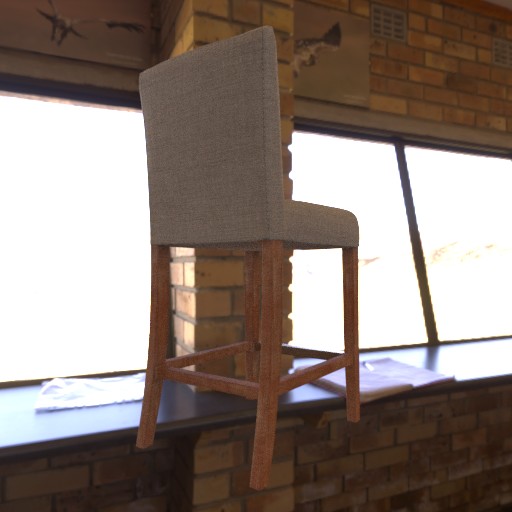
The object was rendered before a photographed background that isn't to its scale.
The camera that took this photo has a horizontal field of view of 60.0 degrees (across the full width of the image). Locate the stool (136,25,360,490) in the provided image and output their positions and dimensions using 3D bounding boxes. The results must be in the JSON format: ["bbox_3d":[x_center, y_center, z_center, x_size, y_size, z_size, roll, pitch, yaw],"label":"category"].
[{"bbox_3d":[0.000,0.000,1.319,0.454,1.039,0.567,-1,-1,35],"label":"stool"}]
